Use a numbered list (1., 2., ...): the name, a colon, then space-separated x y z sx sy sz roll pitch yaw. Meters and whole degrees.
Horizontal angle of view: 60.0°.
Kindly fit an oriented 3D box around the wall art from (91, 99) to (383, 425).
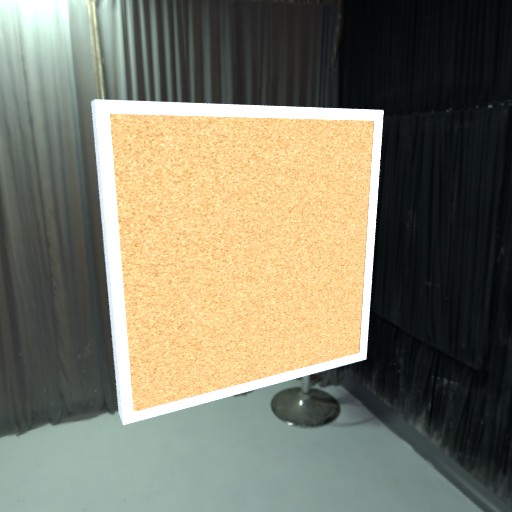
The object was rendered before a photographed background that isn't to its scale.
1. wall art: 0.000 0.000 0.788 0.506 0.505 0.038 -7 16 -26
